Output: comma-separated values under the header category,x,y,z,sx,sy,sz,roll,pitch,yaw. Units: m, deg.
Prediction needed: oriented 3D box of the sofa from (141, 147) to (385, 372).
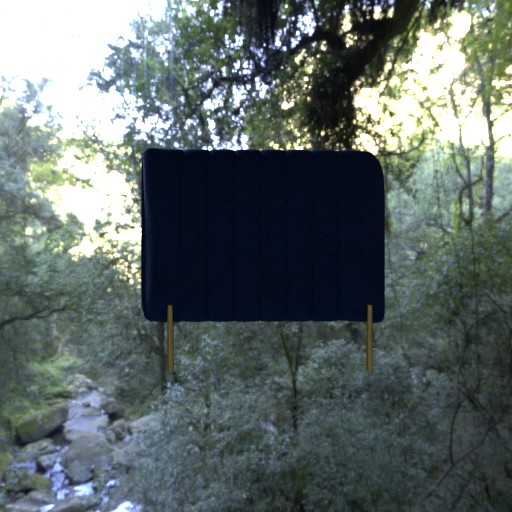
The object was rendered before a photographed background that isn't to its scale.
category,x,y,z,sx,sy,sz,roll,pitch,yaw
sofa,0.000,0.000,2.574,0.896,0.793,2.136,0,0,-1
